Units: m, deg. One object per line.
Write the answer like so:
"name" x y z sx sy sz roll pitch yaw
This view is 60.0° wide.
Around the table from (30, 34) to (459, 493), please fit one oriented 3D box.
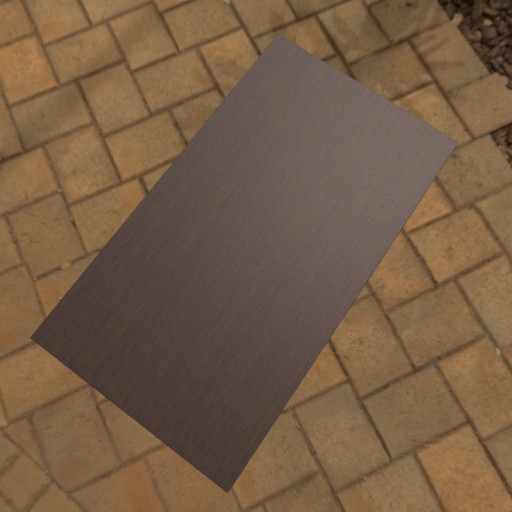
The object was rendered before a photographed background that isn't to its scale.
"table" 0.000 0.000 1.350 0.590 0.460 1.050 35 79 8
